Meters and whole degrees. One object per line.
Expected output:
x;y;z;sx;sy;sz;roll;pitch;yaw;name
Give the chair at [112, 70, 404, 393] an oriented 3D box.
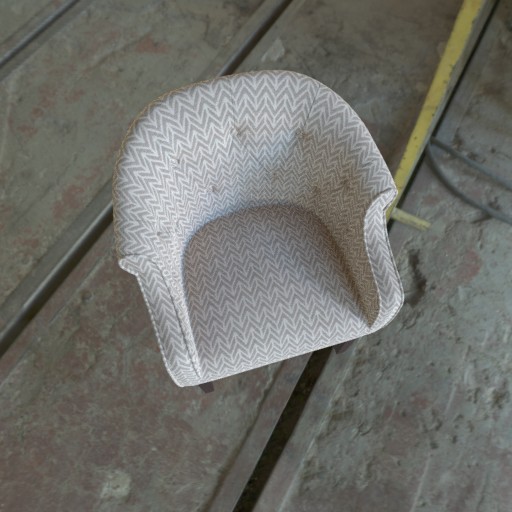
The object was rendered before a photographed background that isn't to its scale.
0.000;0.000;1.316;0.686;0.858;0.613;-15;64;-7;chair
